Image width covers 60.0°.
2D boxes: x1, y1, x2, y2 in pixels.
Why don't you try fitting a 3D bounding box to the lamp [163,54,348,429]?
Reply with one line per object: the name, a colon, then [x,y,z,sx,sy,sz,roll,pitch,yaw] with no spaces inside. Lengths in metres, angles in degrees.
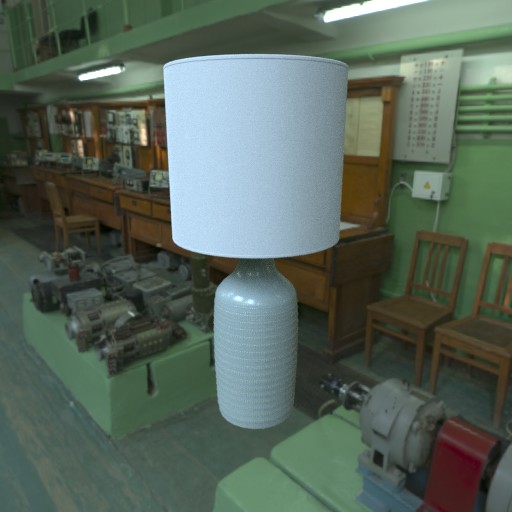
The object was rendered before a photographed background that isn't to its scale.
lamp: [0.000,0.000,0.605,0.220,0.475,0.220,-14,22,-41]
